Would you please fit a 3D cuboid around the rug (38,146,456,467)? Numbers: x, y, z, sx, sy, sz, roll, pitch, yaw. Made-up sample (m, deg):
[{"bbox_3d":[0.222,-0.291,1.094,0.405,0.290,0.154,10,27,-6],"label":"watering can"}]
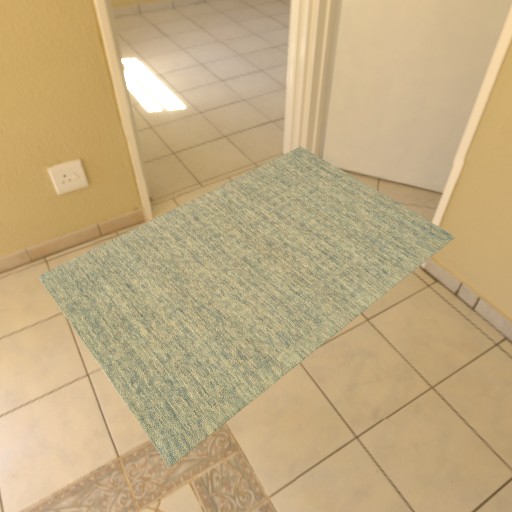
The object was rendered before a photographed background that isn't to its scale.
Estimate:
[{"bbox_3d":[0.000,0.000,2.207,1.752,0.006,1.142,-32,53,-27],"label":"rug"}]
